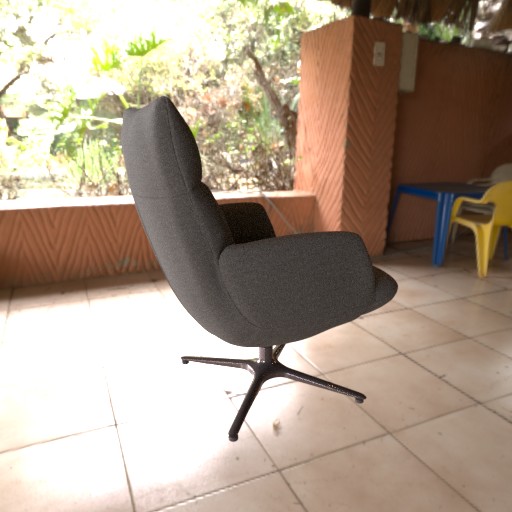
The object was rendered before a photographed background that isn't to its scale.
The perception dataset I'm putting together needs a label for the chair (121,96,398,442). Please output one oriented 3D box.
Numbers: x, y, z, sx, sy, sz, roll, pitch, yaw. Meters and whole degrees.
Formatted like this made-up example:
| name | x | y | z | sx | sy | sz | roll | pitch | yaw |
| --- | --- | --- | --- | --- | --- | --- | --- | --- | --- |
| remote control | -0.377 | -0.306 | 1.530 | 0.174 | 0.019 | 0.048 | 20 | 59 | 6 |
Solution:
| name | x | y | z | sx | sy | sz | roll | pitch | yaw |
| --- | --- | --- | --- | --- | --- | --- | --- | --- | --- |
| chair | 0.000 | 0.000 | 1.533 | 0.831 | 0.984 | 0.702 | -7 | 17 | -24 |
